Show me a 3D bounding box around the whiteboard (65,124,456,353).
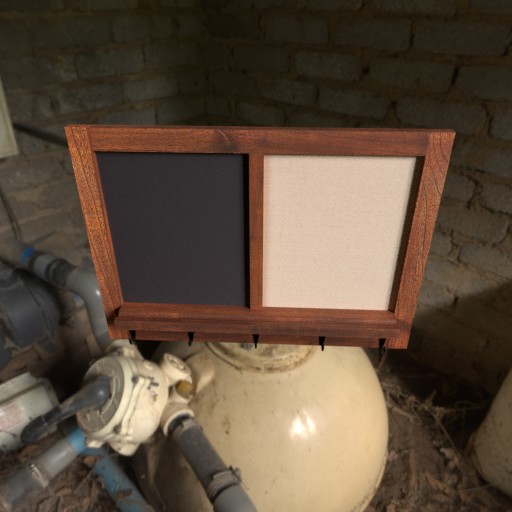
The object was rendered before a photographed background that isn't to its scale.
[{"bbox_3d":[0.000,0.000,0.994,0.768,0.553,0.083,1,30,2],"label":"whiteboard"}]
